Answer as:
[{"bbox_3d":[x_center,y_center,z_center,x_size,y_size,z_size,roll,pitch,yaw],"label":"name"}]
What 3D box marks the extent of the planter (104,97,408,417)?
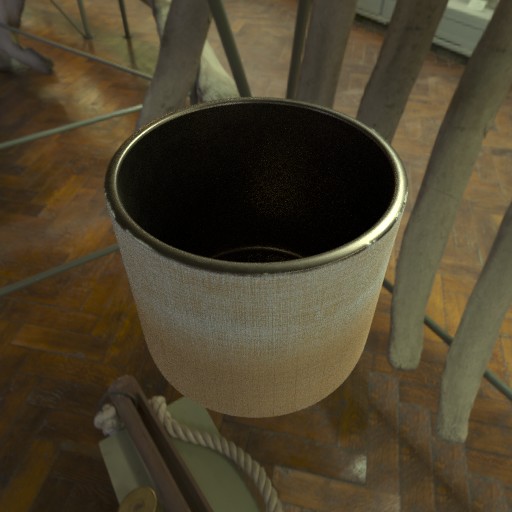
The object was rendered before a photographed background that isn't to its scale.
[{"bbox_3d":[0.000,0.000,0.449,0.254,0.221,0.254,0,45,0],"label":"planter"}]
